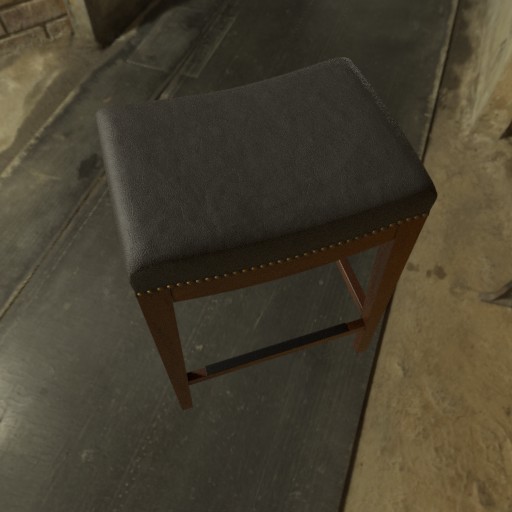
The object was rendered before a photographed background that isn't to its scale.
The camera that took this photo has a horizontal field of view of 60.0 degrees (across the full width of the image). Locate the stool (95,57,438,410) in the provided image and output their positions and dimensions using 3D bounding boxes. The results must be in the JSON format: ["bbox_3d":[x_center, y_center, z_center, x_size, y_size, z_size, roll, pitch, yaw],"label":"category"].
[{"bbox_3d":[0.000,0.000,0.919,0.490,0.664,0.353,-15,61,-9],"label":"stool"}]
